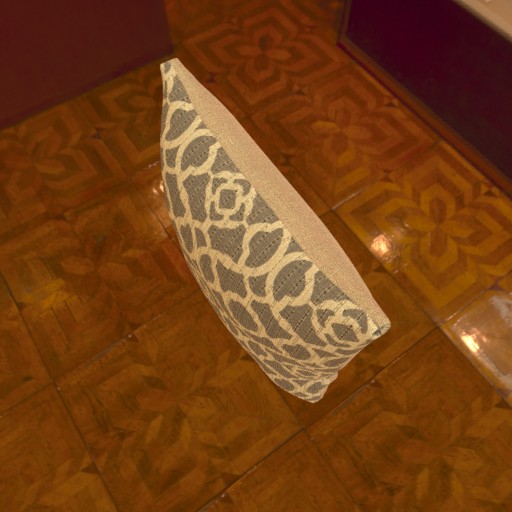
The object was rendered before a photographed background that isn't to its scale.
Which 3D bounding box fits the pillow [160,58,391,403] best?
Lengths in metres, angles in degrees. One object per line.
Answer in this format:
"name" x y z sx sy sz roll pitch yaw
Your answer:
"pillow" 0.000 0.000 0.792 0.215 0.498 0.508 -30 68 -14
